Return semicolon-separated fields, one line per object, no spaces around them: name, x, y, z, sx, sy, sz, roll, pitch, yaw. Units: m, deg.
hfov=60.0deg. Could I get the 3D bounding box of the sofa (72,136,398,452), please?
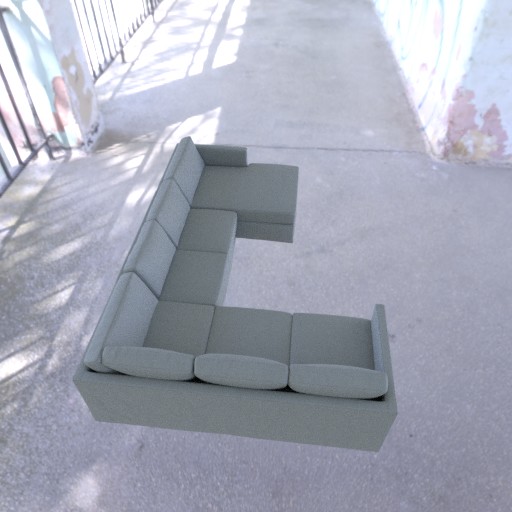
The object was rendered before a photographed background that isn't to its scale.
sofa;0.000;0.000;4.626;2.427;0.882;3.460;4;45;4
